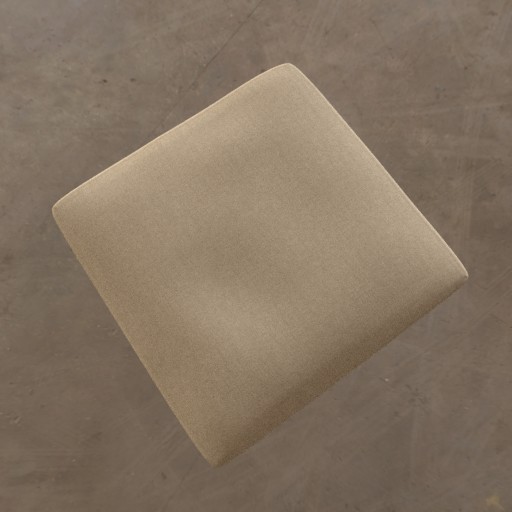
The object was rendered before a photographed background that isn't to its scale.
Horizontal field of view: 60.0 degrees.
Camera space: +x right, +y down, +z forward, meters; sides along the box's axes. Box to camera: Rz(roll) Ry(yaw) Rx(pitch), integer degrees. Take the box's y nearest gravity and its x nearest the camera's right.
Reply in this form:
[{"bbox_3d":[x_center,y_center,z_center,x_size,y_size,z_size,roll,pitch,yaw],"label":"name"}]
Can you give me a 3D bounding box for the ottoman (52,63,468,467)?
[{"bbox_3d":[0.000,0.000,1.344,0.843,0.436,0.840,-34,78,-8],"label":"ottoman"}]
